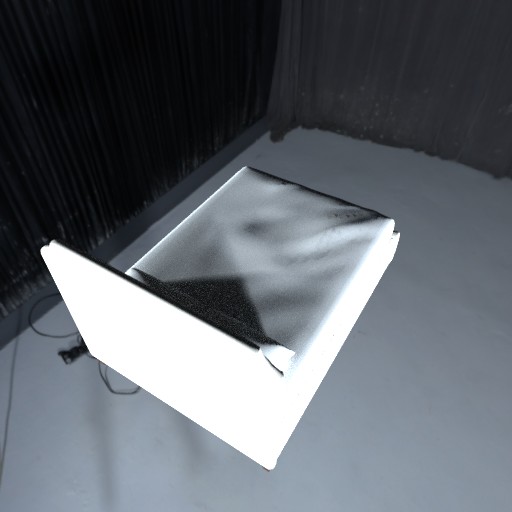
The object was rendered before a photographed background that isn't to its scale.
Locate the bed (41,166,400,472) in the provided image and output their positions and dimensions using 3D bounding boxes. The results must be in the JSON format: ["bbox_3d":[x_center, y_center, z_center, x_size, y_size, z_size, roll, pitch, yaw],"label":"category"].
[{"bbox_3d":[0.000,0.000,3.513,1.712,1.443,2.365,24,50,22],"label":"bed"}]
